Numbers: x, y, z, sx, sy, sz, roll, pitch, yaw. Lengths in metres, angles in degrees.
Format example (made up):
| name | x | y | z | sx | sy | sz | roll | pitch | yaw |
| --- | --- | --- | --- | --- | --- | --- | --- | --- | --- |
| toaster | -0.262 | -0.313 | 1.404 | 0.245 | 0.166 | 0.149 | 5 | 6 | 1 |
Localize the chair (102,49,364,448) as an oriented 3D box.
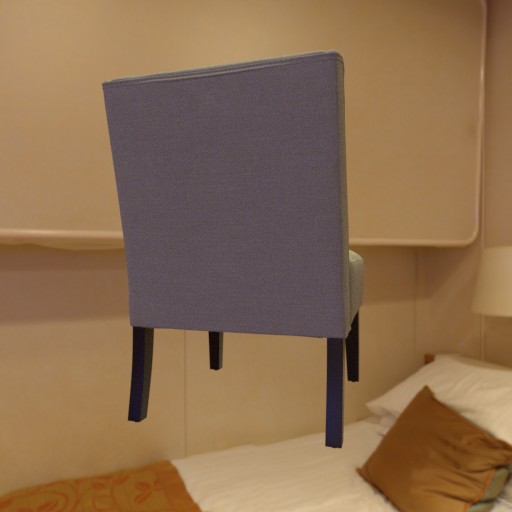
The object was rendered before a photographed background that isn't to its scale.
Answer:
| name | x | y | z | sx | sy | sz | roll | pitch | yaw |
| --- | --- | --- | --- | --- | --- | --- | --- | --- | --- |
| chair | 0.000 | 0.000 | 1.272 | 0.569 | 0.853 | 0.676 | 0 | 0 | 17 |
